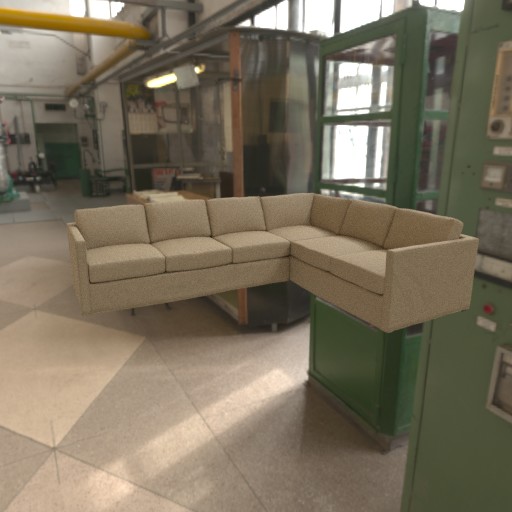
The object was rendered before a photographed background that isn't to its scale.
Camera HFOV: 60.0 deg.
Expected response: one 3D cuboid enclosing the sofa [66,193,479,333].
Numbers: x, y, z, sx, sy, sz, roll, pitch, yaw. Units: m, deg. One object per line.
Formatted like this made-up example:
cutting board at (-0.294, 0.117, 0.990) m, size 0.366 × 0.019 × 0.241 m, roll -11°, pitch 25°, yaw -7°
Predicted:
sofa at (0.000, 0.000, 4.286) m, size 3.182 × 0.871 × 2.432 m, roll -8°, pitch 17°, yaw -26°
